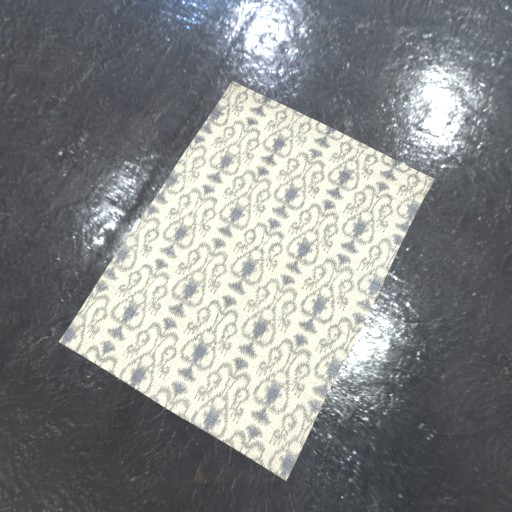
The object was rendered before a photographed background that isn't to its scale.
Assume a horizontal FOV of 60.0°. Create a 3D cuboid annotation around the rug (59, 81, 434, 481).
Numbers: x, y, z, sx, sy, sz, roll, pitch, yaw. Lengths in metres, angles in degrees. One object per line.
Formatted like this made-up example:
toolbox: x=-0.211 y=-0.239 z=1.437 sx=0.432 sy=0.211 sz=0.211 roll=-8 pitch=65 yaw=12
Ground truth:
rug: x=0.000 y=0.000 z=3.017 sx=1.676 sy=0.013 sz=2.261 roll=28 pitch=76 yaw=8
